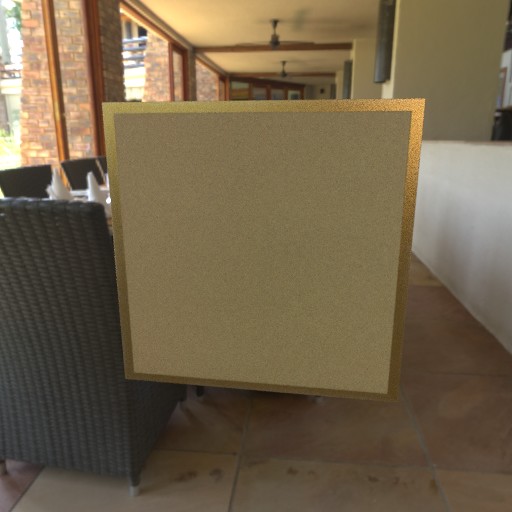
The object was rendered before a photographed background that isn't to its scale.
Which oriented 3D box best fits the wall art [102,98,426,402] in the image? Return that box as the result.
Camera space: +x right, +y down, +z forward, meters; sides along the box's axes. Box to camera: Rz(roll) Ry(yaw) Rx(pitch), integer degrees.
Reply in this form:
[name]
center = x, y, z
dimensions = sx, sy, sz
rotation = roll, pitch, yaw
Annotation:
[wall art]
center = 0.000, 0.000, 1.148
dimensions = 0.762, 0.760, 0.037
rotation = 2, 15, 9
